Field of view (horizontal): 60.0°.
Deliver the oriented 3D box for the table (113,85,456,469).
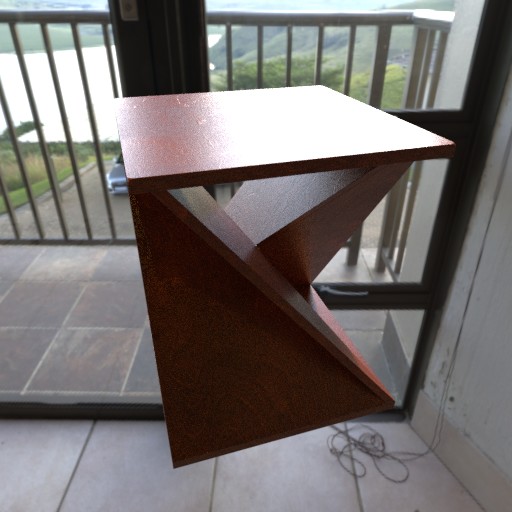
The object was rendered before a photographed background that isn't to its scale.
[{"bbox_3d":[0.000,0.000,0.845,0.427,0.520,0.427,-9,32,-15],"label":"table"}]
